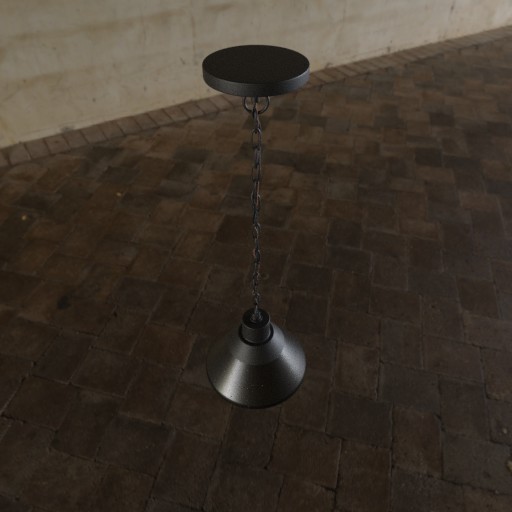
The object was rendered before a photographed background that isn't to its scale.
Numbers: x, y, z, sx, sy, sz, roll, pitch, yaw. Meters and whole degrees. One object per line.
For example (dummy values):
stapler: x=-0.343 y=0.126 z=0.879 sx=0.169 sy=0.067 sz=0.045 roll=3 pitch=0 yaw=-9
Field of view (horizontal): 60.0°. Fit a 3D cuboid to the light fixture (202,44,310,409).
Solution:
light fixture: x=0.000 y=0.000 z=0.693 sx=0.201 sy=0.588 sz=0.201 roll=1 pitch=43 yaw=1
